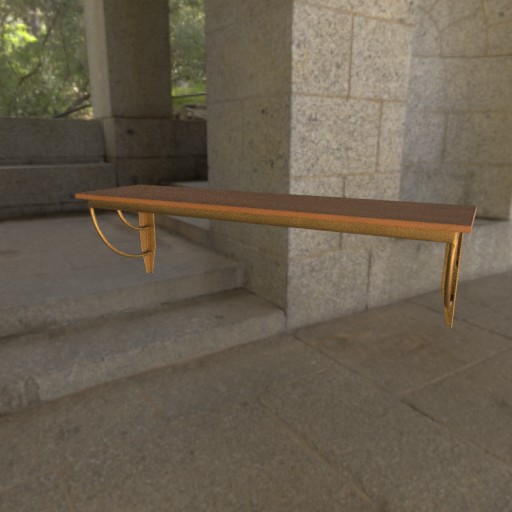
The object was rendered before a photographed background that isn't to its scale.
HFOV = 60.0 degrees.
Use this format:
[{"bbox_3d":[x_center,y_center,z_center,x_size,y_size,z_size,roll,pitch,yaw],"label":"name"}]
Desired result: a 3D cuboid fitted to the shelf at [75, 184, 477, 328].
[{"bbox_3d":[0.000,0.000,0.738,0.636,0.190,0.166,8,17,26],"label":"shelf"}]
